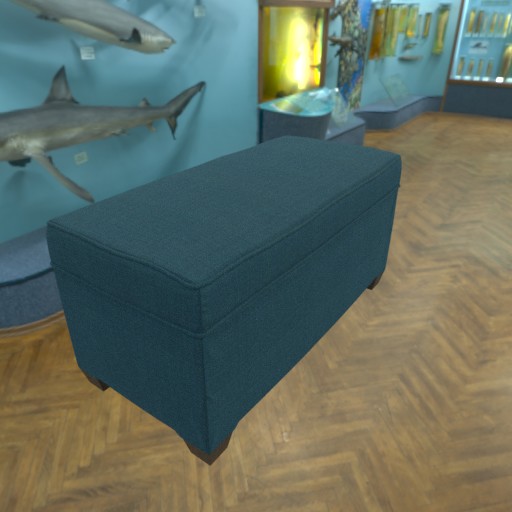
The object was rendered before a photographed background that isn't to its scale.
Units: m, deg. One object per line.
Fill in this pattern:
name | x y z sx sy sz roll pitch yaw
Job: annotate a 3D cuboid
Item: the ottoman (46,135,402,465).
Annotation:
ottoman | 0.000 0.000 1.231 0.474 0.474 0.943 19 34 31
